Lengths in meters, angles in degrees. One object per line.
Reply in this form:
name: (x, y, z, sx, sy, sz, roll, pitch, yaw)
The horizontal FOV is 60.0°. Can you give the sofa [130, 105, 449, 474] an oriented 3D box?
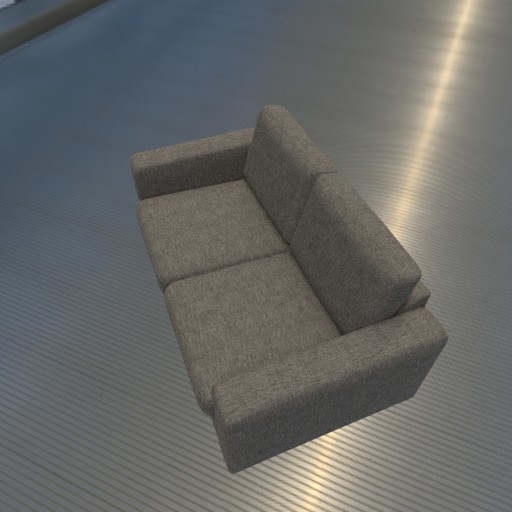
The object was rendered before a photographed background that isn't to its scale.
sofa: (0.000, 0.000, 2.032, 0.900, 0.800, 1.520, -17, 50, -15)
